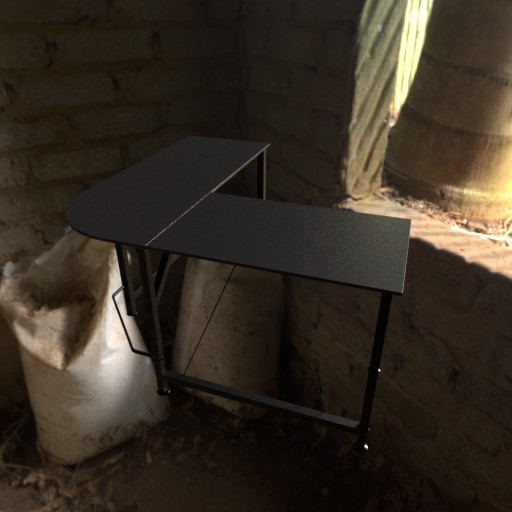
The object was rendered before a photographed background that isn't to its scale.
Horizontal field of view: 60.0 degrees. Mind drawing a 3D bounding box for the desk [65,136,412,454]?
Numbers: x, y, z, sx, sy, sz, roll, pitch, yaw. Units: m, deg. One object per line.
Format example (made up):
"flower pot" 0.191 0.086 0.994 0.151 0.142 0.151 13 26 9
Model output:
"desk" 0.000 0.000 2.249 1.400 0.762 1.400 10 31 17
